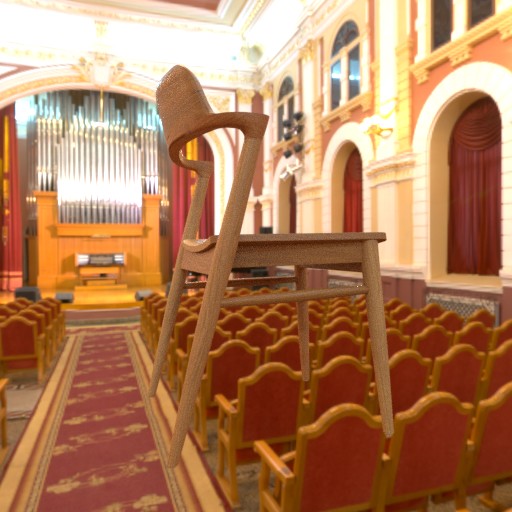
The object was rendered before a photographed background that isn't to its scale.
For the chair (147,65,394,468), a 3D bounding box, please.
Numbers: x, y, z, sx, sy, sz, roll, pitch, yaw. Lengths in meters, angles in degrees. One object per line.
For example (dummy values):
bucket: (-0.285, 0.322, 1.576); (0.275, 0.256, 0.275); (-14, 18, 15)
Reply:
chair: (0.000, 0.000, 1.114); (0.499, 0.792, 0.512); (0, 1, -19)
